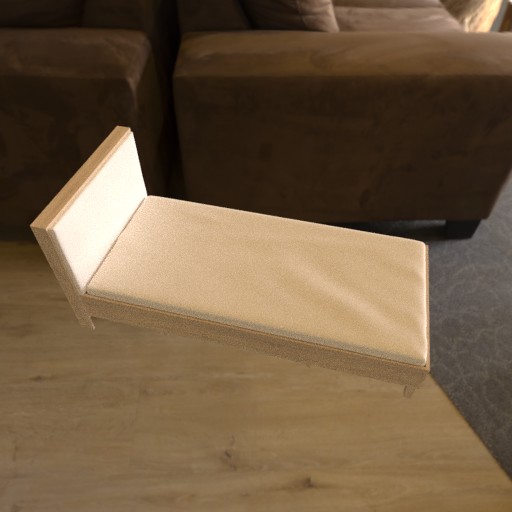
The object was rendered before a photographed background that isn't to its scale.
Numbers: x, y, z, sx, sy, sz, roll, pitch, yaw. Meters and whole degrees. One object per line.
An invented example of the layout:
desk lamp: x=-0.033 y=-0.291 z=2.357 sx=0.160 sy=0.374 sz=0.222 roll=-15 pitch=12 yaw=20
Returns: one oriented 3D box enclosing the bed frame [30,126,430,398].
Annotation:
bed frame: x=0.000 y=0.000 z=2.755 sx=2.140 sy=0.920 sz=0.990 roll=11 pitch=48 yaw=10
